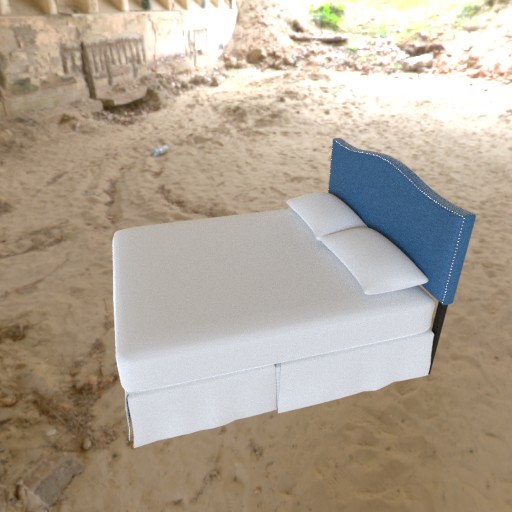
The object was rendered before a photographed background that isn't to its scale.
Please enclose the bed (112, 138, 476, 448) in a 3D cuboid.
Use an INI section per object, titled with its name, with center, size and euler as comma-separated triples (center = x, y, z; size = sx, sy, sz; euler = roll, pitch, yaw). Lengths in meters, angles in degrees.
[bed]
center = 0.000, 0.000, 2.924
size = 1.872, 1.169, 1.610
euler = -8, 31, -14
